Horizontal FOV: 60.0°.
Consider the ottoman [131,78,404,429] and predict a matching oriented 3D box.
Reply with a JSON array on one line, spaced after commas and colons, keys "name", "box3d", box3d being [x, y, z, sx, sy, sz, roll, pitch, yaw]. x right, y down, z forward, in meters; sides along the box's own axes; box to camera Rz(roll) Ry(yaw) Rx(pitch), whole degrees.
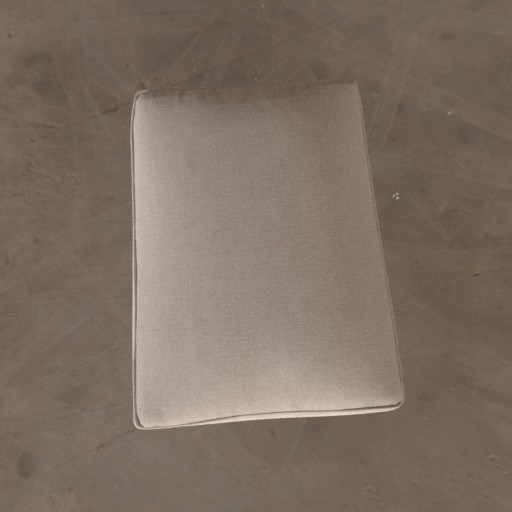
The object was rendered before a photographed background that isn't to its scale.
[{"name": "ottoman", "box3d": [0.000, 0.000, 0.978, 0.501, 0.456, 0.665, -4, 75, -1]}]
